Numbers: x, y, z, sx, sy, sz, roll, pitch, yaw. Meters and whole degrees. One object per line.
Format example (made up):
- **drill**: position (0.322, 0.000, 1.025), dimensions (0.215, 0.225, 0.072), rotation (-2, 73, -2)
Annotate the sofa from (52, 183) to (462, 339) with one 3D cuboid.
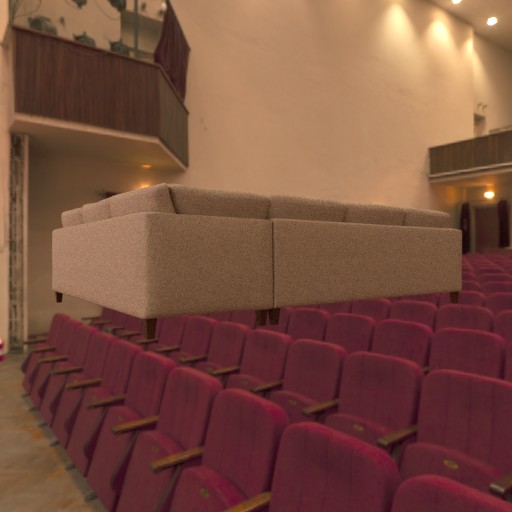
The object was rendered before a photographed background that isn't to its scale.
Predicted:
- **sofa**: position (0.000, 0.000, 4.429), dimensions (3.333, 0.934, 2.522), rotation (0, 0, -36)
